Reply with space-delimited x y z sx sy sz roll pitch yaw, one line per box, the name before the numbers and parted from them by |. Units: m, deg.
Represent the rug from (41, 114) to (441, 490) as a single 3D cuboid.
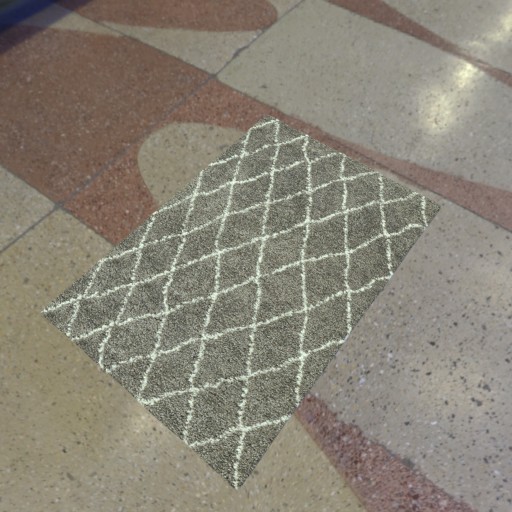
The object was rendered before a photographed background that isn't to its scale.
rug | 0.000 0.000 2.283 1.219 0.030 1.778 34 64 19
